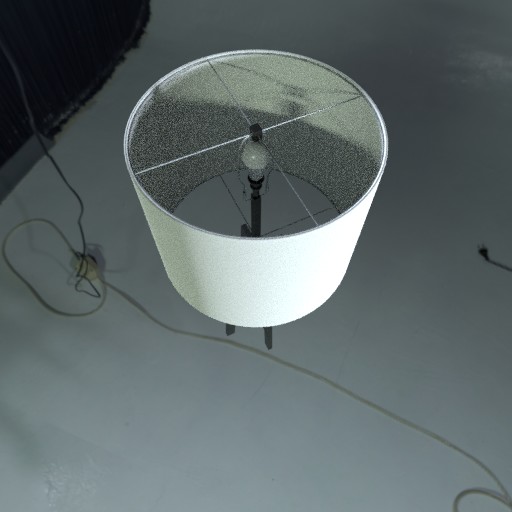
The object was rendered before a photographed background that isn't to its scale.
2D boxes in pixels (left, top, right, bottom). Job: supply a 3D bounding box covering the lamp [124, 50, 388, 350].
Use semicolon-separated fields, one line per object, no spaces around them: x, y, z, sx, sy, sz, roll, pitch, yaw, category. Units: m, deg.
0.000;0.000;0.643;0.257;0.489;0.257;17;61;10;lamp
